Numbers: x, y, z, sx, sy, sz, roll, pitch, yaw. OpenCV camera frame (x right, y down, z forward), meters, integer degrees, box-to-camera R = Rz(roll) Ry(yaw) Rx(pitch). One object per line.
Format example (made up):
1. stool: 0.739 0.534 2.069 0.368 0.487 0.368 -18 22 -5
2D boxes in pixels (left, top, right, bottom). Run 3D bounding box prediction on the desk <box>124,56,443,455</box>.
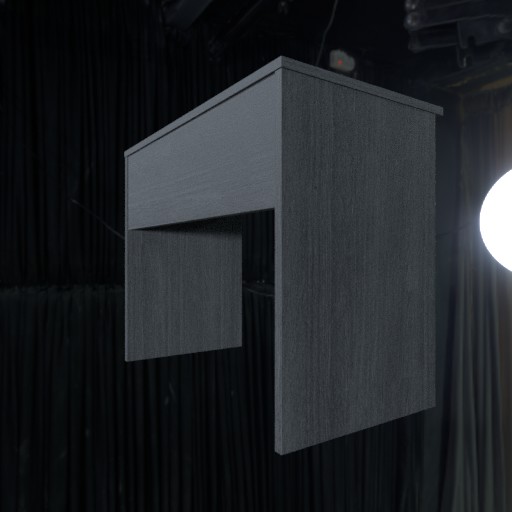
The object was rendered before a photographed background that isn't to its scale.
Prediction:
1. desk: 0.000 0.000 1.310 0.498 0.724 0.893 0 0 -34
